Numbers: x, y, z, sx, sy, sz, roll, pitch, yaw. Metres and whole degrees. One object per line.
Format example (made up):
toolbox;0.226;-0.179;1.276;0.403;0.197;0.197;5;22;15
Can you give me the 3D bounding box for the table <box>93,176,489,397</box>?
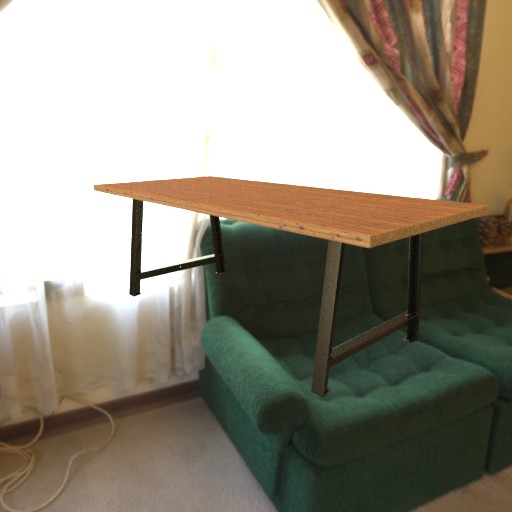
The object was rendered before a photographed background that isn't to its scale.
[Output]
table;0.000;0.000;2.665;1.000;0.757;2.200;-13;20;-41
